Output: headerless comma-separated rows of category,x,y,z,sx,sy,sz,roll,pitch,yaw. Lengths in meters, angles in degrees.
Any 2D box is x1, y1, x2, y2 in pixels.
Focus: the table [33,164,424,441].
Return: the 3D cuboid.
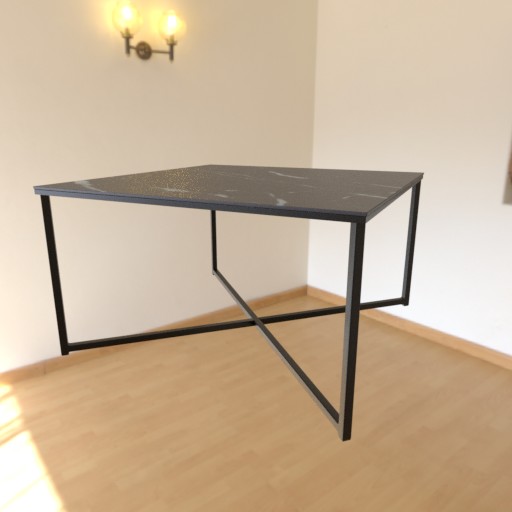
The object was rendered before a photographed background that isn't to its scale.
table,0.000,0.000,1.299,0.800,0.450,0.800,8,17,25
